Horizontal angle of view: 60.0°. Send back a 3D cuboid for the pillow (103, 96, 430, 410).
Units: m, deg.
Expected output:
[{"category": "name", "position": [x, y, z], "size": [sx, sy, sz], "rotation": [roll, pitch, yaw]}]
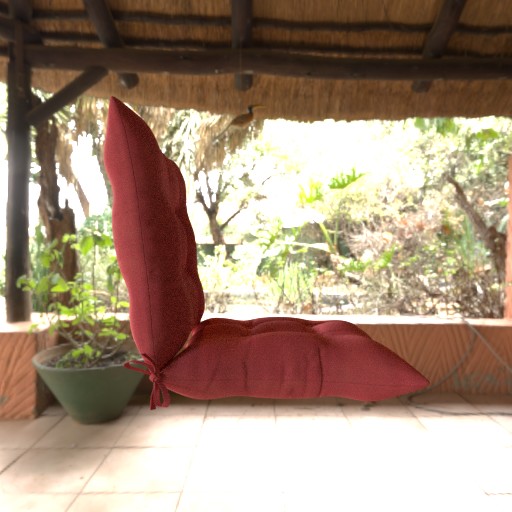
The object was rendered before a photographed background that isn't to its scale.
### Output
[{"category": "pillow", "position": [0.000, 0.000, 0.986], "size": [0.585, 0.536, 0.541], "rotation": [0, -1, -1]}]
